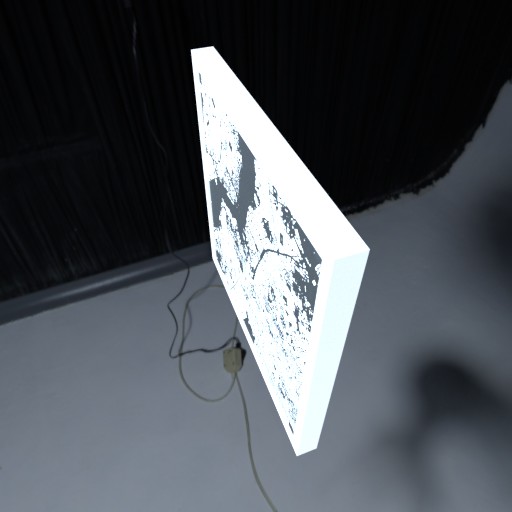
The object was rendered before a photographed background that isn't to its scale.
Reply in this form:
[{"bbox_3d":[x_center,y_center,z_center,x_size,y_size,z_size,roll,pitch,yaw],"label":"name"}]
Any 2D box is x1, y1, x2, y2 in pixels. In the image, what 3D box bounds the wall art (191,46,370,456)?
[{"bbox_3d":[0.000,0.000,0.759,0.038,0.506,0.506,-15,49,-14],"label":"wall art"}]
